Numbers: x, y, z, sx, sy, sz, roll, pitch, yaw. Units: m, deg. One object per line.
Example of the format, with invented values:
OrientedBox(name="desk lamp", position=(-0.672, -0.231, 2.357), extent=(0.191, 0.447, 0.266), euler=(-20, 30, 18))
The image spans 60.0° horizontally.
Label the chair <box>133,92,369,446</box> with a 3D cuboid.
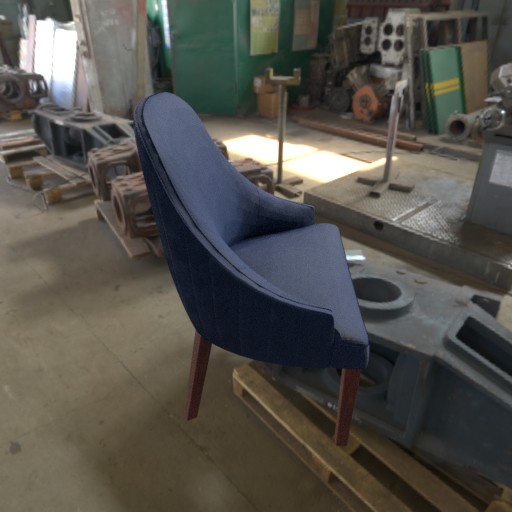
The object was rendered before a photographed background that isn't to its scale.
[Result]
OrientedBox(name="chair", position=(0.000, 0.000, 1.300), extent=(0.575, 0.889, 0.643), euler=(1, 31, 2))
